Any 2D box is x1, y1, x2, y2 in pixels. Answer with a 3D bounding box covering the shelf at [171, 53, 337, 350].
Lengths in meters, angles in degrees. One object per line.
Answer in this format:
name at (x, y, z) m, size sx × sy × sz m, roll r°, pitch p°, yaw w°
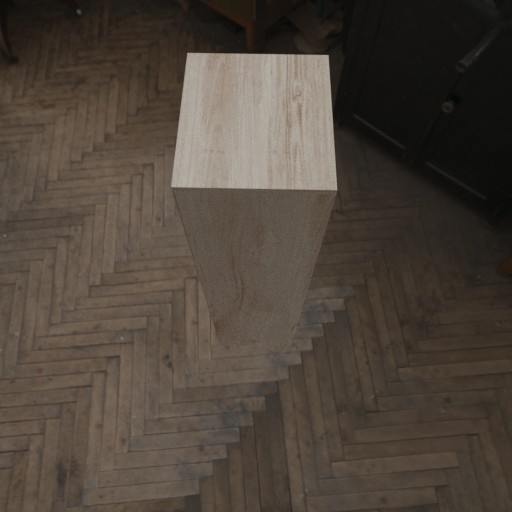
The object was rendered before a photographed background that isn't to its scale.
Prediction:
shelf at (0.000, 0.000, 2.194) m, size 0.450 × 1.960 × 0.510 m, roll 1°, pitch 65°, yaw 1°
